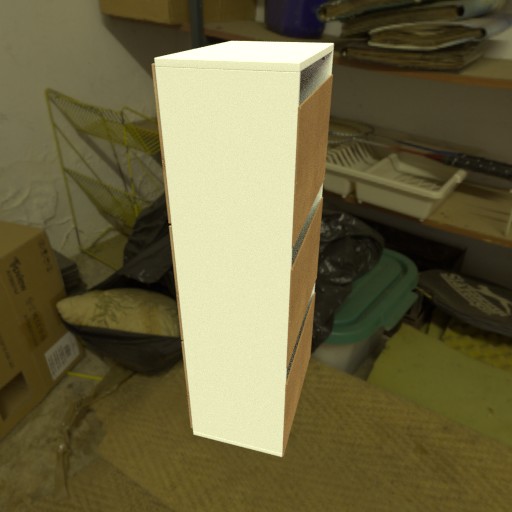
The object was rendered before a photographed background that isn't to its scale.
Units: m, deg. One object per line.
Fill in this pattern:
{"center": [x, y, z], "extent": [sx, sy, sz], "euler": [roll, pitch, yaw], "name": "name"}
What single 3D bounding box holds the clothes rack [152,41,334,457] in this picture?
{"center": [0.000, 0.000, 1.400], "extent": [0.331, 1.187, 0.500], "euler": [8, 31, 14], "name": "clothes rack"}
